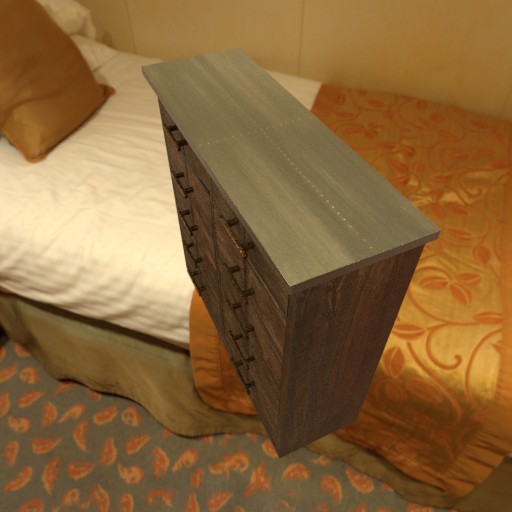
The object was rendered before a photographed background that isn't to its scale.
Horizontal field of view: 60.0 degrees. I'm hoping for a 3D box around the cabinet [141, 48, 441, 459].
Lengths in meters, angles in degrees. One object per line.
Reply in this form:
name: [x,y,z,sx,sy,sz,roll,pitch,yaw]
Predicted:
cabinet: [0.000,0.000,1.441,0.338,0.919,0.968,-19,49,-17]
